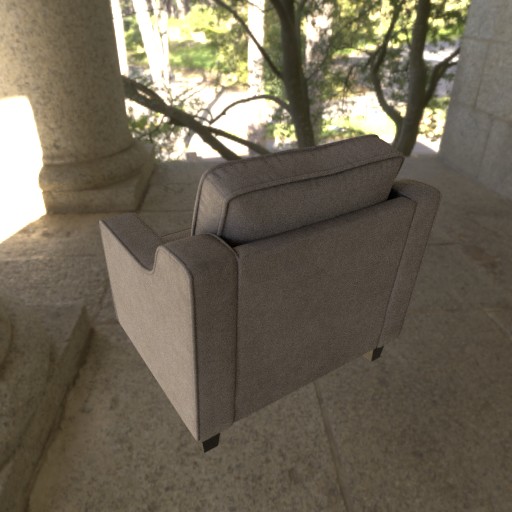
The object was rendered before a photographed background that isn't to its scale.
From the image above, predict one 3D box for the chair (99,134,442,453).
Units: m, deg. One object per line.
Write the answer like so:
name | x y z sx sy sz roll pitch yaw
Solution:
chair | 0.000 0.000 1.673 0.926 0.944 0.840 -18 34 -29
